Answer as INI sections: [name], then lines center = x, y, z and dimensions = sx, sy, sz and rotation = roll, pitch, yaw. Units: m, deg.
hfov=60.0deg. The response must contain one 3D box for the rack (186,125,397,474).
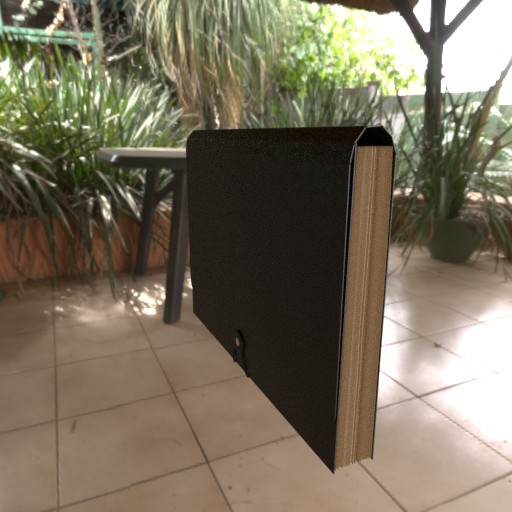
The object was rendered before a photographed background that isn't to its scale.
[rack]
center = 0.000, 0.000, 0.435
dimensions = 0.041, 0.241, 0.330
rotation = -7, 17, -24
